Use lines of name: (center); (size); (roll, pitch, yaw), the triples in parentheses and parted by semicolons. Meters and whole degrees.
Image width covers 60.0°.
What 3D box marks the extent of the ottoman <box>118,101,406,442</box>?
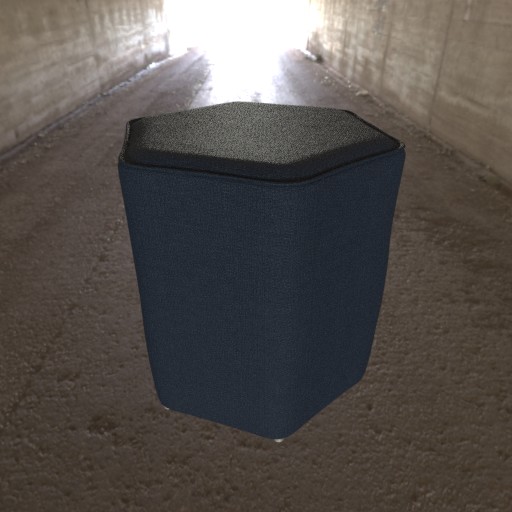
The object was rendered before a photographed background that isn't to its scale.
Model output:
ottoman: (0.000, 0.000, 0.866); (0.492, 0.505, 0.454); (-21, 36, -31)
